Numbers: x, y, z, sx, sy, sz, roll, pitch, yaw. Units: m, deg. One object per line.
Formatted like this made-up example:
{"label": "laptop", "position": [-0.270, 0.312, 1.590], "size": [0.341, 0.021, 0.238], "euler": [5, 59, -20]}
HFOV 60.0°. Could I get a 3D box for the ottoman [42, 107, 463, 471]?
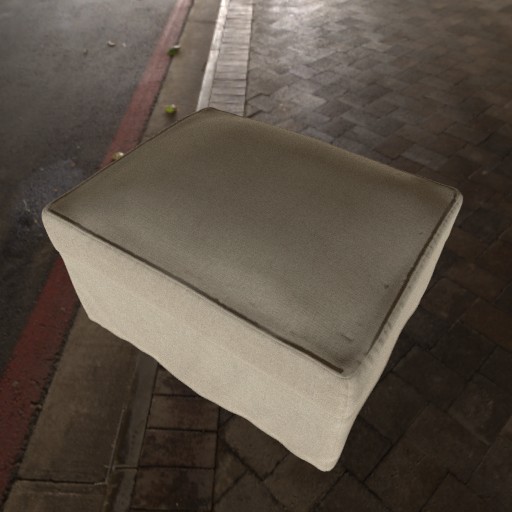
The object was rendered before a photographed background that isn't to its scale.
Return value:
{"label": "ottoman", "position": [0.000, 0.000, 1.205], "size": [0.833, 0.485, 0.650], "euler": [26, 51, 23]}
